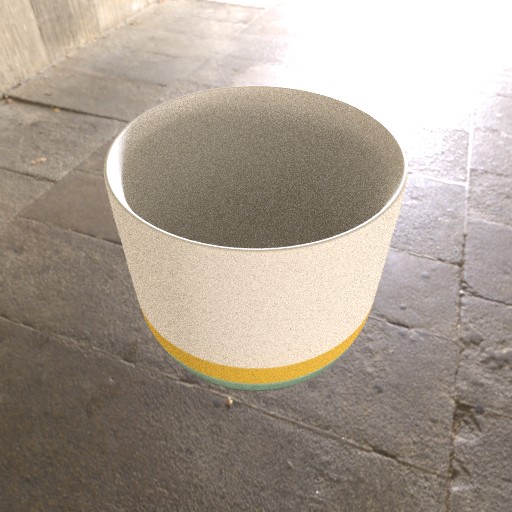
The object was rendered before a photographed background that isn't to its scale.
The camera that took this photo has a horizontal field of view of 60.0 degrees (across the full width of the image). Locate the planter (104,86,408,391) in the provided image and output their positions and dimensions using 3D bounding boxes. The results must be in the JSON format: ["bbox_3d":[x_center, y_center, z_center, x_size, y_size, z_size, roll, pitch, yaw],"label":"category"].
[{"bbox_3d":[0.000,0.000,0.491,0.268,0.270,0.268,0,45,0],"label":"planter"}]
